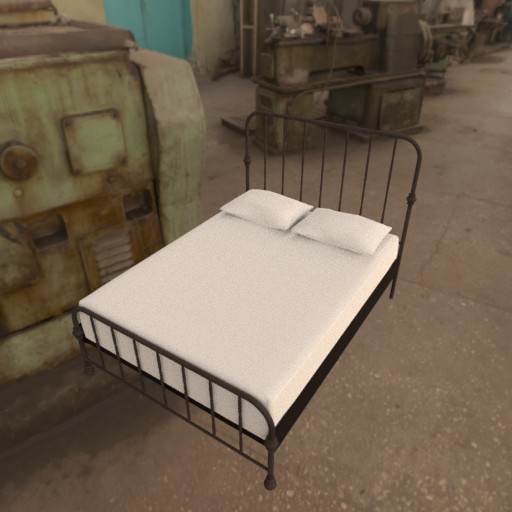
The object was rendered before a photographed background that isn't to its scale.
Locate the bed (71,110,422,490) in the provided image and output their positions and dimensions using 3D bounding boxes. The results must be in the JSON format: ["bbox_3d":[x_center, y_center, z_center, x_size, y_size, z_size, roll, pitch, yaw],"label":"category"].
[{"bbox_3d":[0.000,0.000,3.203,1.616,1.446,2.134,19,37,28],"label":"bed"}]
